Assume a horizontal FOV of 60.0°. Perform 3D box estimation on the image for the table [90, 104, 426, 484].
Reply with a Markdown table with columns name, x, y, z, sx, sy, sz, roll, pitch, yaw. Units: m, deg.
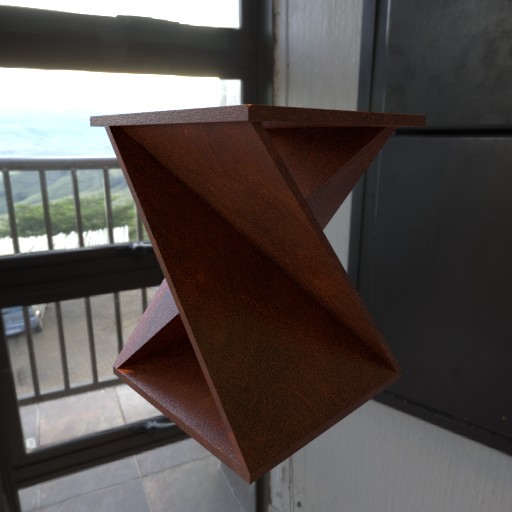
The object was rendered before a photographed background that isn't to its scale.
| name | x | y | z | sx | sy | sz | roll | pitch | yaw |
| --- | --- | --- | --- | --- | --- | --- | --- | --- | --- |
| table | 0.000 | 0.000 | 0.861 | 0.427 | 0.520 | 0.427 | -14 | 20 | -42 |
